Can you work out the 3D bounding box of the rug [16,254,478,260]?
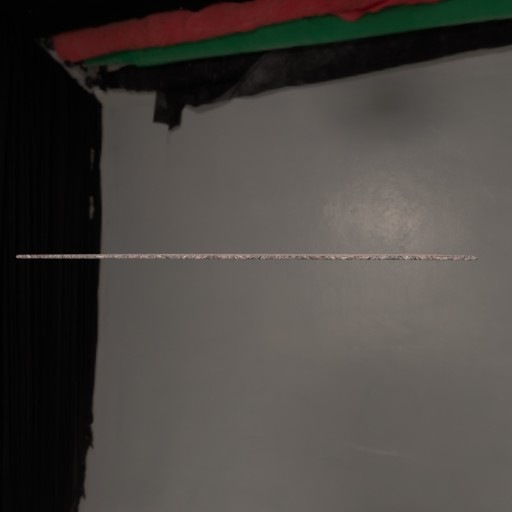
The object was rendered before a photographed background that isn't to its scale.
[{"bbox_3d":[0.000,0.000,2.821,2.298,0.017,1.501,0,0,16],"label":"rug"}]
